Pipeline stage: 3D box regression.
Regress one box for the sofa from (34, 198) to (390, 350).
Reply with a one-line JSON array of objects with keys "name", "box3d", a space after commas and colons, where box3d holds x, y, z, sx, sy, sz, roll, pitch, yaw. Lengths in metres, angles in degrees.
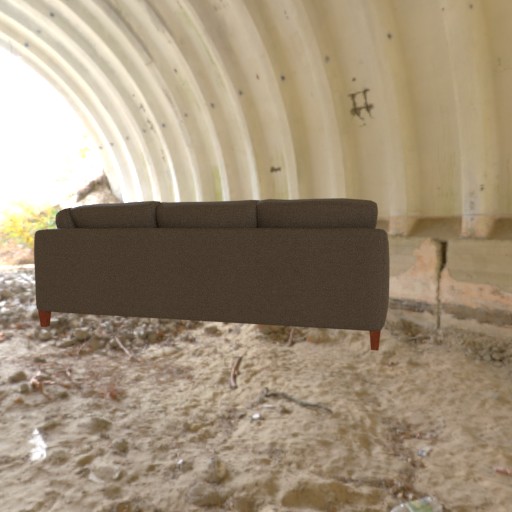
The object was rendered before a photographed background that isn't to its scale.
[{"name": "sofa", "box3d": [0.000, 0.000, 4.551, 2.593, 0.947, 3.302, 1, 3, 16]}]
